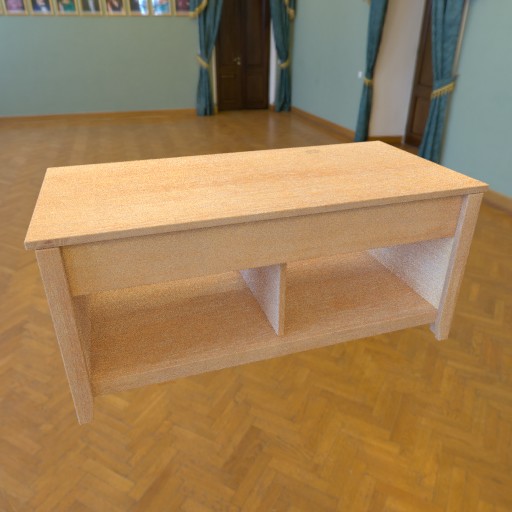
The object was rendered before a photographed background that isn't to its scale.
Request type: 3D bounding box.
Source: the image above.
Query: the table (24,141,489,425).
[{"bbox_3d":[0.000,0.000,1.228,1.016,0.457,0.483,-9,29,-16],"label":"table"}]
